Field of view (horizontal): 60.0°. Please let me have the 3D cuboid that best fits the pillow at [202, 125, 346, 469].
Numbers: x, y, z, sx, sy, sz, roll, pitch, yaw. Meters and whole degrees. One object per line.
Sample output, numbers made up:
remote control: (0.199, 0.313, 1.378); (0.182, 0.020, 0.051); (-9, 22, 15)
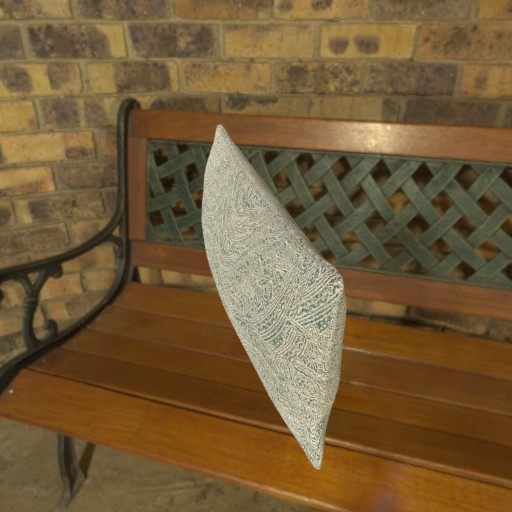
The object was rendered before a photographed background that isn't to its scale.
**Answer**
pillow: (0.000, 0.000, 0.744); (0.151, 0.295, 0.615); (-8, 31, -13)
